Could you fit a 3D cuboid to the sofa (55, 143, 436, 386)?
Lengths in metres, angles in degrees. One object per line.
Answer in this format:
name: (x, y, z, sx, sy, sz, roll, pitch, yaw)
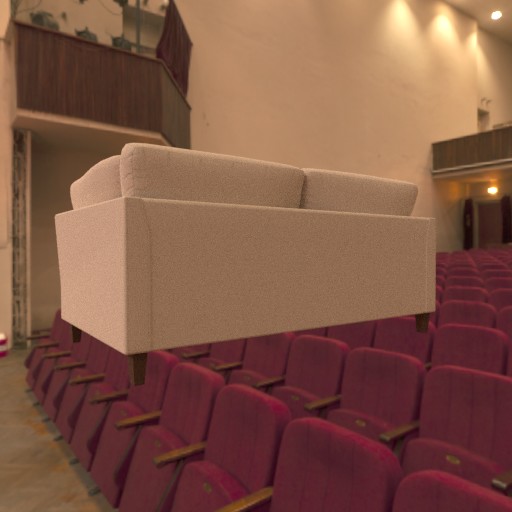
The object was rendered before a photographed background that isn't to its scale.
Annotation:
sofa: (0.000, 0.000, 2.310, 1.776, 0.836, 0.970, -1, 1, -35)
